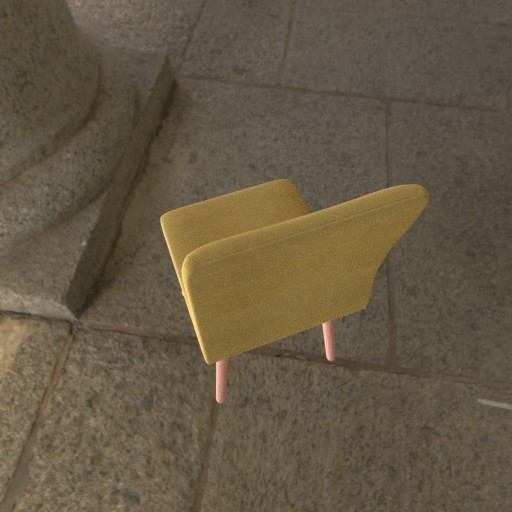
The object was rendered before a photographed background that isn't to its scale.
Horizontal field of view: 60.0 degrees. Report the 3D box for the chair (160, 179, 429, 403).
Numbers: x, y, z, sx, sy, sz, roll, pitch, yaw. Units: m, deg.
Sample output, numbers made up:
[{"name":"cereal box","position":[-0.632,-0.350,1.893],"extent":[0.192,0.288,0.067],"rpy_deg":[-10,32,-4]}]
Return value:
[{"name":"chair","position":[0.000,0.000,1.254],"extent":[0.450,0.965,0.550],"rpy_deg":[-18,60,-11]}]
